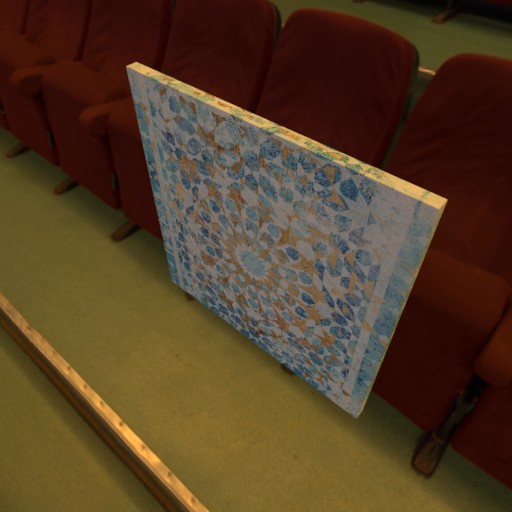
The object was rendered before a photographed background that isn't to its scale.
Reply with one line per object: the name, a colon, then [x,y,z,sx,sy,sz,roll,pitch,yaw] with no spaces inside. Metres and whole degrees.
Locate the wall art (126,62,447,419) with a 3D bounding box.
wall art: [0.000,0.000,1.356,0.916,0.916,0.040,32,55,27]
